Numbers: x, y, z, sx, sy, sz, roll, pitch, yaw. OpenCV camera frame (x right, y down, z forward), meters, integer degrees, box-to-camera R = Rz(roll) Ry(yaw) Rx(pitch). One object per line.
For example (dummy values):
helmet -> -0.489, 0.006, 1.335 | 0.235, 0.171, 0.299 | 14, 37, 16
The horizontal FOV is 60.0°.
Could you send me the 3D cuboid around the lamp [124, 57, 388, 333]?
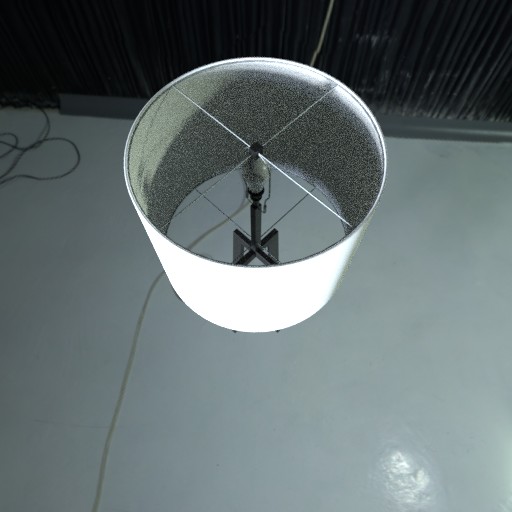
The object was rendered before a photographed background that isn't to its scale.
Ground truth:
lamp -> 0.000, 0.000, 0.652 | 0.257, 0.489, 0.257 | 0, 64, 0
